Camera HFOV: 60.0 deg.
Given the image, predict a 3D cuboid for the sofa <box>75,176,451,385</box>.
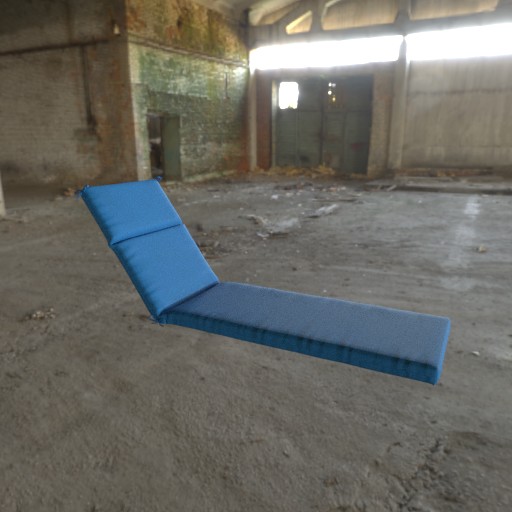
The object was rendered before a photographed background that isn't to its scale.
[{"bbox_3d":[0.000,0.000,2.023,1.663,0.622,0.582,8,17,26],"label":"sofa"}]
